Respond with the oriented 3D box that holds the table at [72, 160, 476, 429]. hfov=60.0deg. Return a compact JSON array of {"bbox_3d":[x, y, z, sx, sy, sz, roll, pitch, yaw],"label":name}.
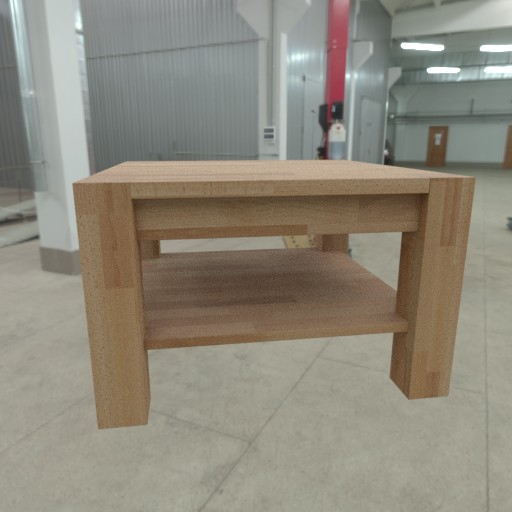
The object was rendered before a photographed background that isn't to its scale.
[{"bbox_3d":[0.000,0.000,1.145,0.700,0.451,0.700,-2,15,-9],"label":"table"}]
